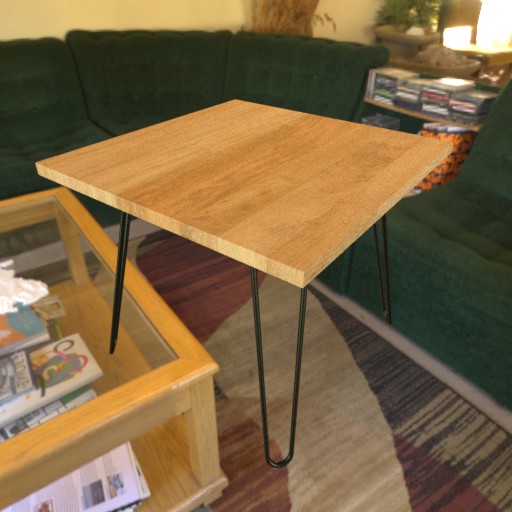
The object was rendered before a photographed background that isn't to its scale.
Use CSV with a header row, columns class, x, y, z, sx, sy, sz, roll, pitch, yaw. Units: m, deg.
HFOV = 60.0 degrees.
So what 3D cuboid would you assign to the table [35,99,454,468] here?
class,x,y,z,sx,sy,sz,roll,pitch,yaw
table,0.000,0.000,1.025,0.599,0.500,0.599,22,39,30
